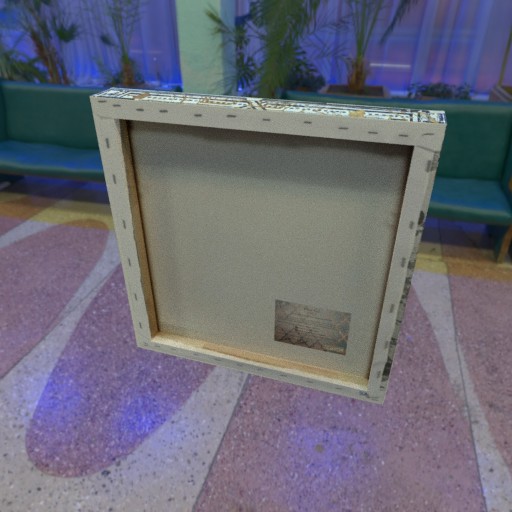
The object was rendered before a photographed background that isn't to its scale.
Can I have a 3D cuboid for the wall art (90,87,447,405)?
[{"bbox_3d":[0.000,0.000,0.456,0.302,0.306,0.038,9,33,15],"label":"wall art"}]
